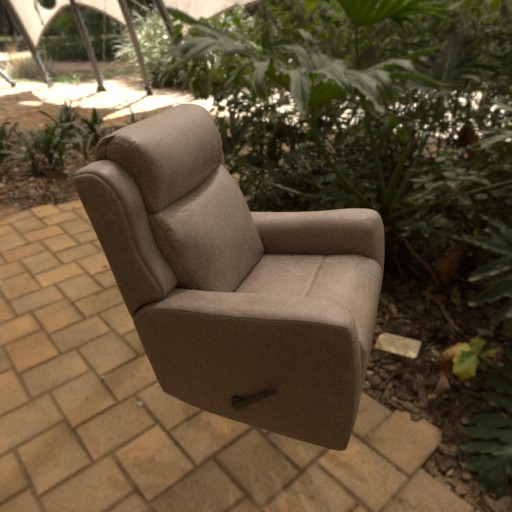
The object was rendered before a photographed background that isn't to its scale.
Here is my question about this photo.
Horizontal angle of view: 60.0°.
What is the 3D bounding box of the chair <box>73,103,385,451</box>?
[{"bbox_3d":[0.000,0.000,1.909,1.068,1.116,0.967,10,31,17],"label":"chair"}]
